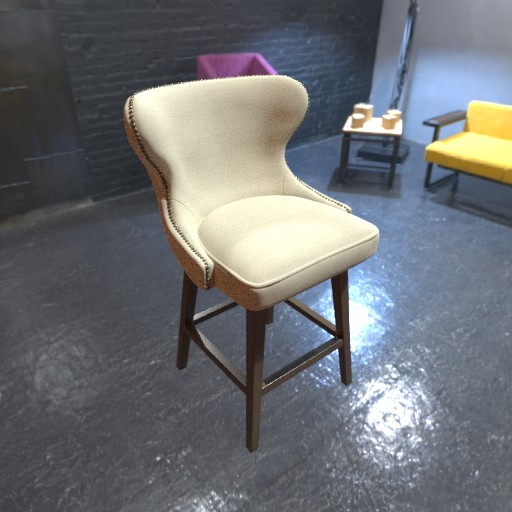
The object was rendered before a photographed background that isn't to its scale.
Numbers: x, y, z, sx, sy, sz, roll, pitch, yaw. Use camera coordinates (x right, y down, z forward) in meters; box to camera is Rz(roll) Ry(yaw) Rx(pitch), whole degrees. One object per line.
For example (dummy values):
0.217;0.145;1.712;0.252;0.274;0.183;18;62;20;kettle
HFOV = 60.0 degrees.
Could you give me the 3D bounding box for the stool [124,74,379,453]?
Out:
0.000;0.000;1.384;0.615;0.972;0.597;-22;37;-32;stool
